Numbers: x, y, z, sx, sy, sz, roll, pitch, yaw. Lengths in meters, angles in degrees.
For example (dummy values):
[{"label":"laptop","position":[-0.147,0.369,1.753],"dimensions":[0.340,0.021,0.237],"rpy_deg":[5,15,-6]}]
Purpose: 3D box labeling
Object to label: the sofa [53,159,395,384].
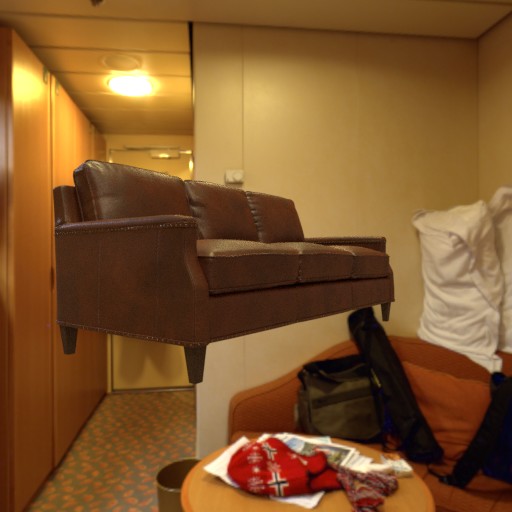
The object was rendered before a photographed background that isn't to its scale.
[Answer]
[{"label":"sofa","position":[0.000,0.000,2.867],"dimensions":[1.084,1.003,2.240],"rpy_deg":[0,0,36]}]
